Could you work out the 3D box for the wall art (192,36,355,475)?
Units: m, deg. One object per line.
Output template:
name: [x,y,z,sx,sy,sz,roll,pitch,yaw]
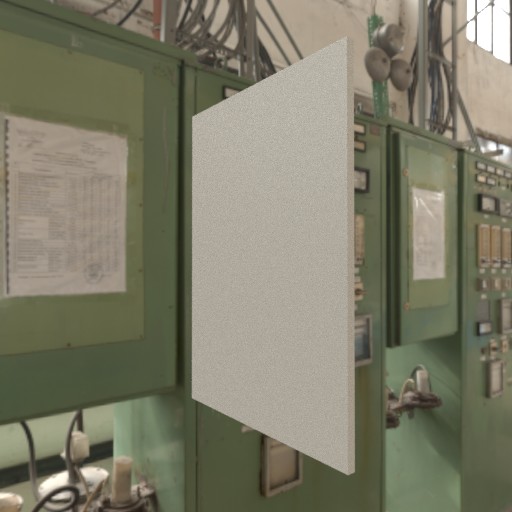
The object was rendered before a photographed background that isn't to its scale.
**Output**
wall art: [0.000,0.000,0.693,0.013,0.533,0.381,1,-1,-38]
